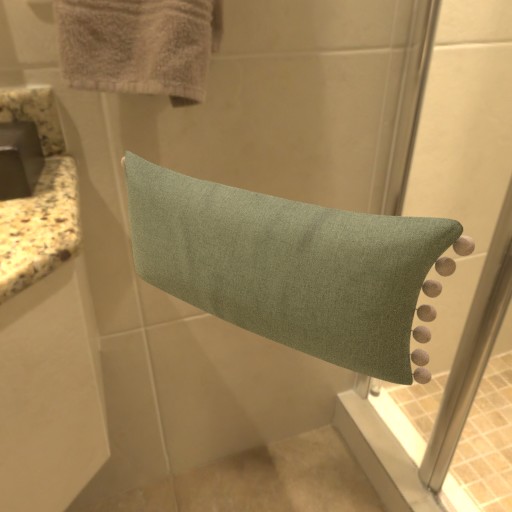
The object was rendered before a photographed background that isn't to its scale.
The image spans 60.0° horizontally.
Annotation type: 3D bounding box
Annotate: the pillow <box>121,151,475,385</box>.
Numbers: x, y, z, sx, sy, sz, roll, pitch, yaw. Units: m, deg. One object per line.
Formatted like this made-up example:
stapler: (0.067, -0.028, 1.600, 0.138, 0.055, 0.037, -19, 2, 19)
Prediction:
pillow: (0.000, 0.000, 0.835, 0.709, 0.322, 0.201, 18, 36, 28)
